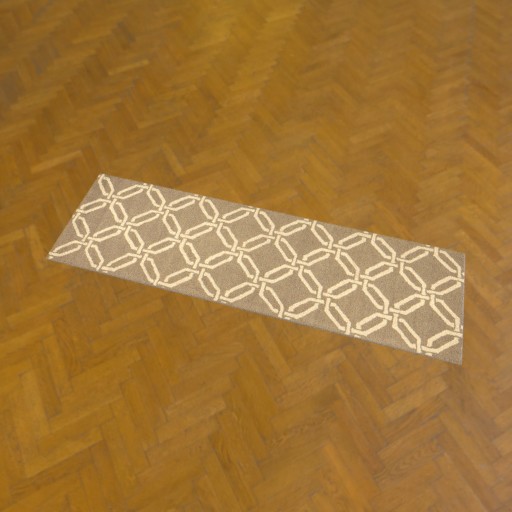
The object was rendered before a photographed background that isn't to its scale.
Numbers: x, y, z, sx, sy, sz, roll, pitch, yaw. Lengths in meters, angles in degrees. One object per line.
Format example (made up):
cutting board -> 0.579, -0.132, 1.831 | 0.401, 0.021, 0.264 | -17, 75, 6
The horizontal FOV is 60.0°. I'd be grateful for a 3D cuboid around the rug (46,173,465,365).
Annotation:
rug -> 0.000, 0.000, 2.506 | 2.276, 0.014, 0.678 | 13, 58, 9
